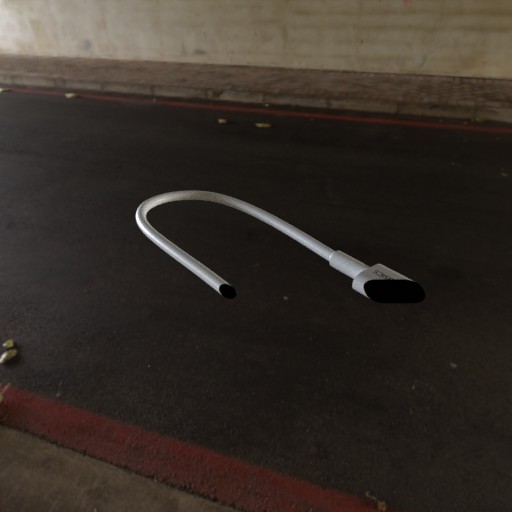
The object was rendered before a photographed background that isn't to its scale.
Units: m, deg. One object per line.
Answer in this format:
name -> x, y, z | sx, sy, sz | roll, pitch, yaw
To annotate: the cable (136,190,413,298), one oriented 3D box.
cable -> 0.000, 0.000, 0.113 | 0.041, 0.005, 0.098 | -22, 37, -32
